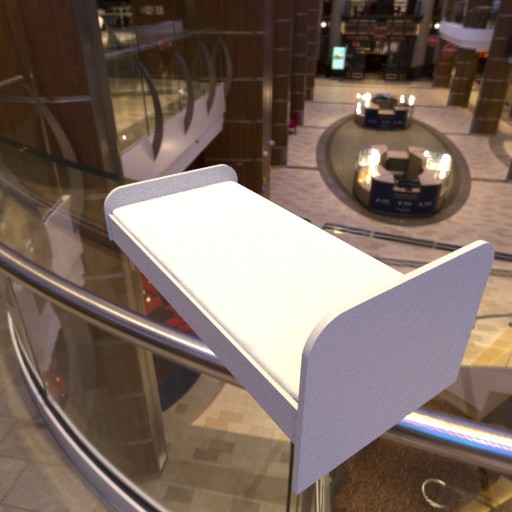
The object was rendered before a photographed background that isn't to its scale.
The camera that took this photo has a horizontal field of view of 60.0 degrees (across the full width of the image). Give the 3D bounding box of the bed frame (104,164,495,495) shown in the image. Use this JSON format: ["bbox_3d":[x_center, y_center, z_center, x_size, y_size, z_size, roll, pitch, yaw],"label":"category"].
[{"bbox_3d":[0.000,0.000,2.399,0.998,0.805,1.963,-19,36,-30],"label":"bed frame"}]
